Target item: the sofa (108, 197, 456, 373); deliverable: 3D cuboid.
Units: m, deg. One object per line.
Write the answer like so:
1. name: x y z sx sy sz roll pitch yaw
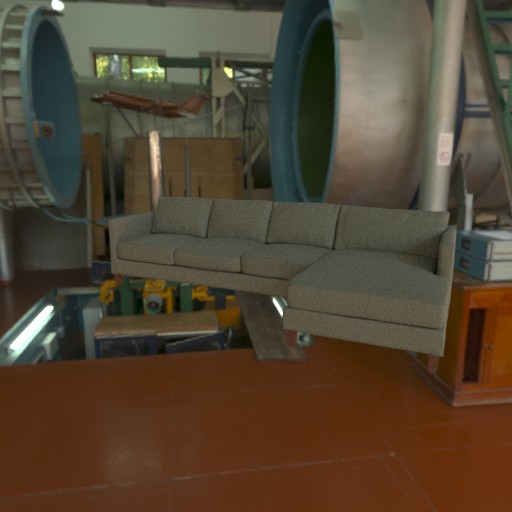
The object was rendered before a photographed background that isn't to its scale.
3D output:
1. sofa: 0.000 0.000 3.916 3.186 0.861 1.625 6 14 24
